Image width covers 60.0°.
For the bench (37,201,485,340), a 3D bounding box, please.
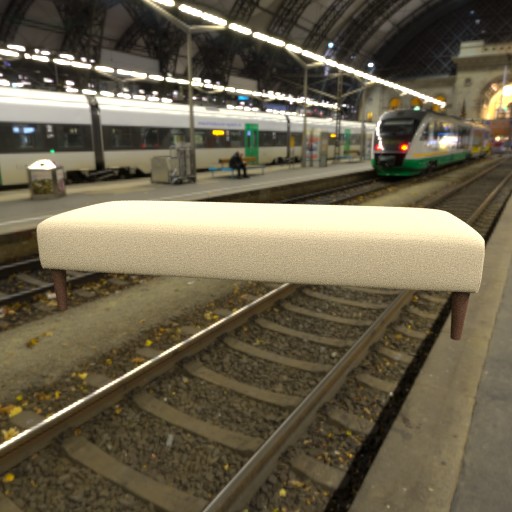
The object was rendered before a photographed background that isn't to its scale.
[{"bbox_3d":[0.000,0.000,1.873,1.609,0.393,0.646,3,15,10],"label":"bench"}]
